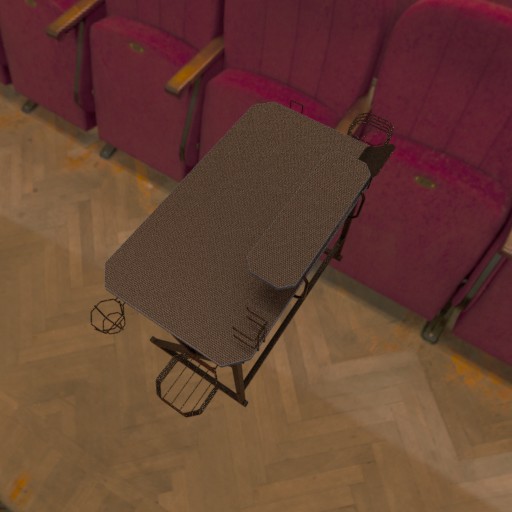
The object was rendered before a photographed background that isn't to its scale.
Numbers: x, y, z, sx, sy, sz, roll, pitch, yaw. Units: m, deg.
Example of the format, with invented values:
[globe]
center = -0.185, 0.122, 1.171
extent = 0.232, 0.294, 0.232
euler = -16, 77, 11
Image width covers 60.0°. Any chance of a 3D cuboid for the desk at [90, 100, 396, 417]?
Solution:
[desk]
center = 0.000, 0.000, 1.757
extent = 0.594, 0.909, 1.295
euler = 30, 65, 16
